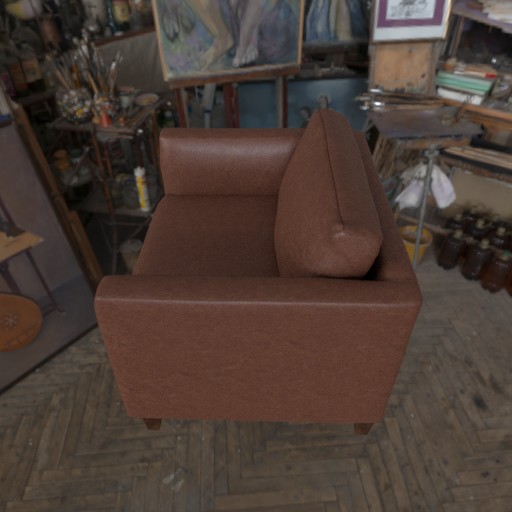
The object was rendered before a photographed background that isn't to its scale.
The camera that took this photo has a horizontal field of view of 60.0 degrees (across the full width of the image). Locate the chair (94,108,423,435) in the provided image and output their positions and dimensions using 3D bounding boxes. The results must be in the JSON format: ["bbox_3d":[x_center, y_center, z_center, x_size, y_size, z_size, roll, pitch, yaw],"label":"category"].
[{"bbox_3d":[0.000,0.000,1.793,0.959,0.917,1.107,1,40,1],"label":"chair"}]
